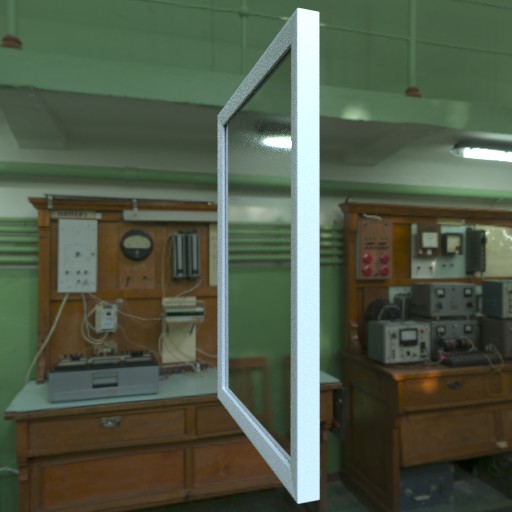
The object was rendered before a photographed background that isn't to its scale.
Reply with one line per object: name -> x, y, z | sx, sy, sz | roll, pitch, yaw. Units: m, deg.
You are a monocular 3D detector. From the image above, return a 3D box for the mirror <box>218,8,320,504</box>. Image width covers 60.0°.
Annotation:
mirror -> 0.000, 0.000, 0.881 | 0.040, 0.710, 0.507 | 0, 0, -18
